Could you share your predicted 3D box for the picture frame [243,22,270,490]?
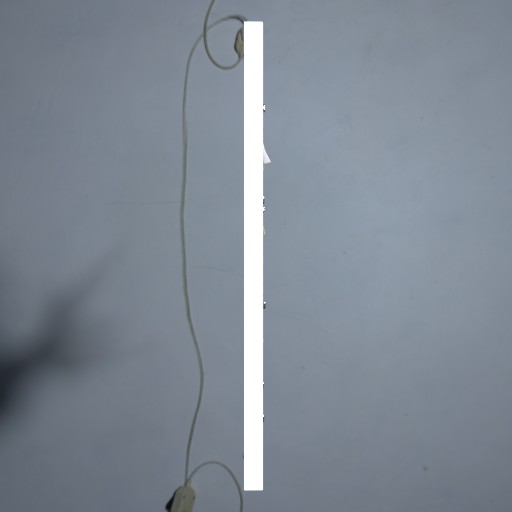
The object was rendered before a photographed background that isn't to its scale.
[{"bbox_3d":[0.000,0.000,0.800,0.044,0.379,0.647,0,90,-1],"label":"picture frame"}]
